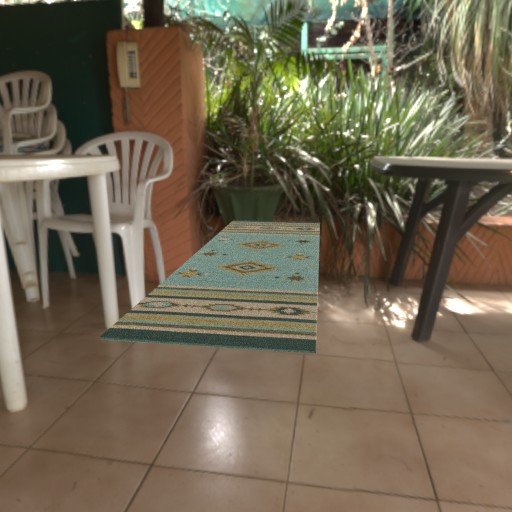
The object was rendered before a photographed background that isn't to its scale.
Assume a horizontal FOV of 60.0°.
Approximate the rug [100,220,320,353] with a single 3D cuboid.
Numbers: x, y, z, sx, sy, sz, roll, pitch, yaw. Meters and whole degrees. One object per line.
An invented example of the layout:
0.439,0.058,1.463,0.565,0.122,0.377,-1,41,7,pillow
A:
0.000,0.000,2.655,0.744,0.010,2.441,2,14,8,rug
